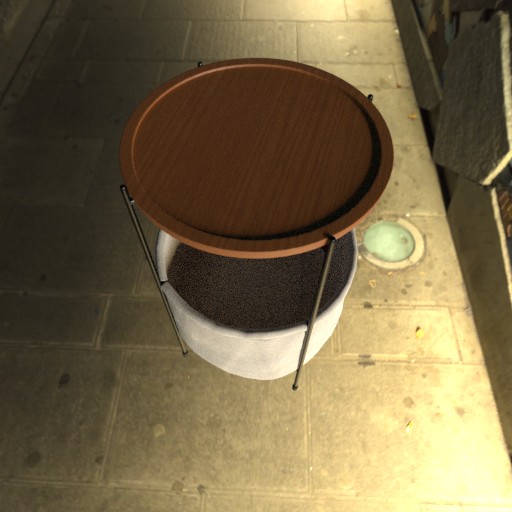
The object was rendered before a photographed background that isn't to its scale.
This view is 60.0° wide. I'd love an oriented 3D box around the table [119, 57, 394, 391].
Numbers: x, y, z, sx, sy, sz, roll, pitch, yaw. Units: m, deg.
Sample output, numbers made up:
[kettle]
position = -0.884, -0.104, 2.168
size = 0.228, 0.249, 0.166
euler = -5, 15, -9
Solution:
[table]
position = 0.000, 0.000, 0.890
size = 0.393, 0.623, 0.393
euler = 15, 58, 9
